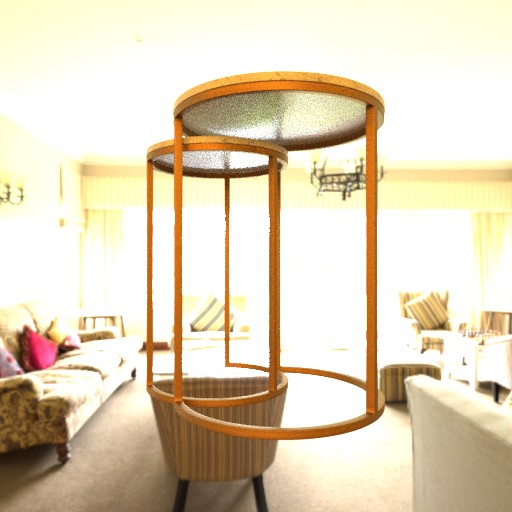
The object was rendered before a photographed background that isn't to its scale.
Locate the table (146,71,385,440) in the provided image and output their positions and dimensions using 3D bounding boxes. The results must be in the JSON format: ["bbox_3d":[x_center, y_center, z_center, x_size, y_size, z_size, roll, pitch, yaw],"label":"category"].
[{"bbox_3d":[0.000,0.000,0.892,0.507,0.550,0.400,0,0,37],"label":"table"}]
